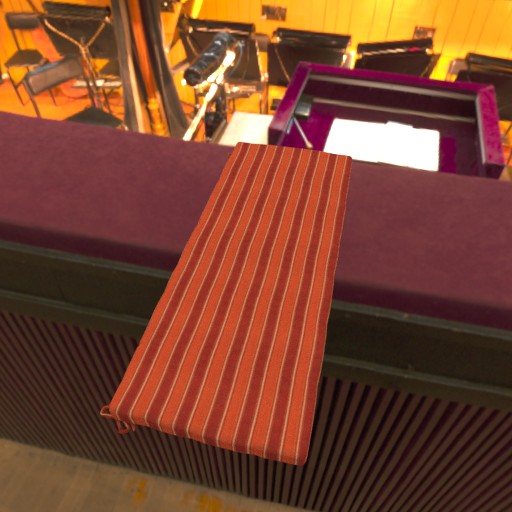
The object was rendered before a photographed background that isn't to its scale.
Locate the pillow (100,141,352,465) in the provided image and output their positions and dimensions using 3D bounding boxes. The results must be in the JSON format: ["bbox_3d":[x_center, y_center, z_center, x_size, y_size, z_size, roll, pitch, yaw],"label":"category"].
[{"bbox_3d":[0.000,0.000,1.362,0.492,0.081,1.187,10,47,9],"label":"pillow"}]
